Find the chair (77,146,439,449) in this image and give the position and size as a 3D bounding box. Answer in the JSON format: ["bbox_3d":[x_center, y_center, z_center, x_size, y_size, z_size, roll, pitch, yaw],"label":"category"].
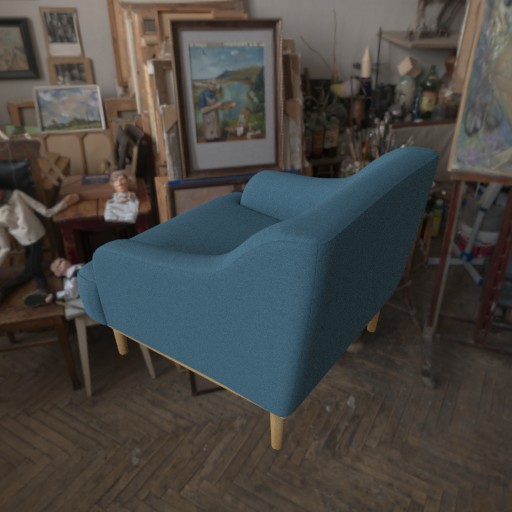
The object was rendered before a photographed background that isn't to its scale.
[{"bbox_3d":[0.000,0.000,1.636,0.951,0.818,0.946,21,37,31],"label":"chair"}]
